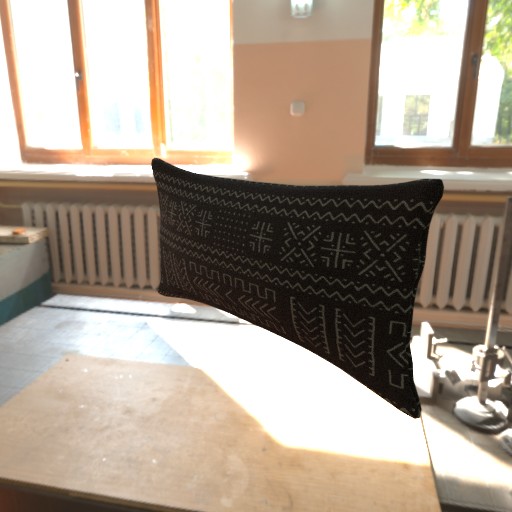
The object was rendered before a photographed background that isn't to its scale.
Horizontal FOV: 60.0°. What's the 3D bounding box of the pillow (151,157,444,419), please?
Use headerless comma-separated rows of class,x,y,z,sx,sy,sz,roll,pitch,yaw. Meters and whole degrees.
pillow,0.000,0.000,0.794,0.135,0.322,0.667,-14,21,-41
